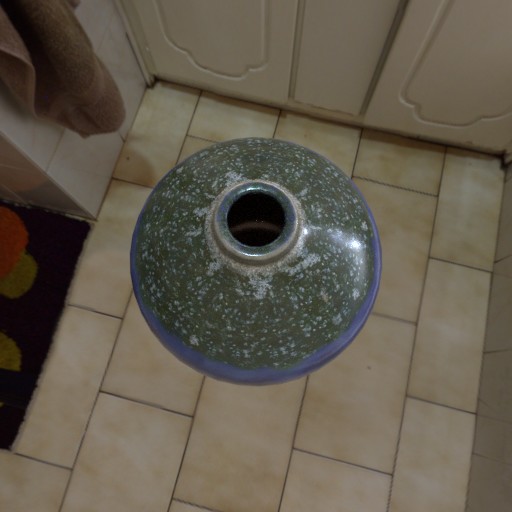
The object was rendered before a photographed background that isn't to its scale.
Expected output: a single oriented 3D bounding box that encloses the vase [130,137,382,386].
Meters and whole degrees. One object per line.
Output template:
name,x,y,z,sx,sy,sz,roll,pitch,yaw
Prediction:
vase,0.000,0.000,0.272,0.154,0.133,0.154,0,75,0
